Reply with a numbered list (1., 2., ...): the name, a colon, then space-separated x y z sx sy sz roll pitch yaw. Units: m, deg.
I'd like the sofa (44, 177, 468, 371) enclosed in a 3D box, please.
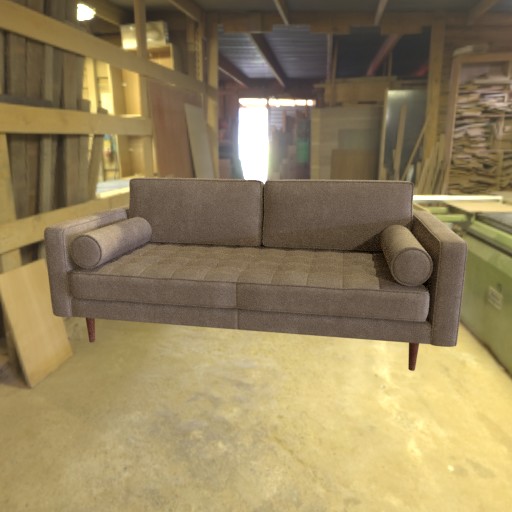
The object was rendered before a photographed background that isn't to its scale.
1. sofa: 0.000 0.000 2.327 1.883 0.769 0.920 3 14 11
